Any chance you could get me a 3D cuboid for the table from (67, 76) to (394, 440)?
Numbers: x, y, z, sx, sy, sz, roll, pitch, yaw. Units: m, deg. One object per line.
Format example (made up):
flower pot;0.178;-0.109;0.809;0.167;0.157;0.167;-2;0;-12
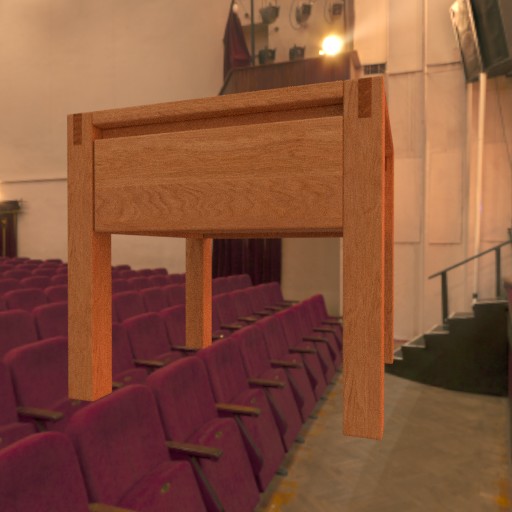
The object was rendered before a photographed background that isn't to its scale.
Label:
table;0.000;0.000;0.830;0.480;0.450;0.440;0;1;19
